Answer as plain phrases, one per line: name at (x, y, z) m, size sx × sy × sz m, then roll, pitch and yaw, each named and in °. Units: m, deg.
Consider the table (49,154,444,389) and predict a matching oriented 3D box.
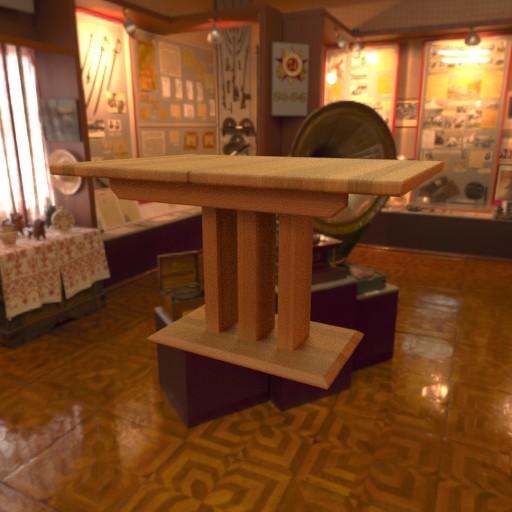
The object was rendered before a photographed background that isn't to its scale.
table at (0.000, 0.000, 1.864) m, size 1.300 × 0.770 × 0.900 m, roll 8°, pitch 18°, yaw 27°
